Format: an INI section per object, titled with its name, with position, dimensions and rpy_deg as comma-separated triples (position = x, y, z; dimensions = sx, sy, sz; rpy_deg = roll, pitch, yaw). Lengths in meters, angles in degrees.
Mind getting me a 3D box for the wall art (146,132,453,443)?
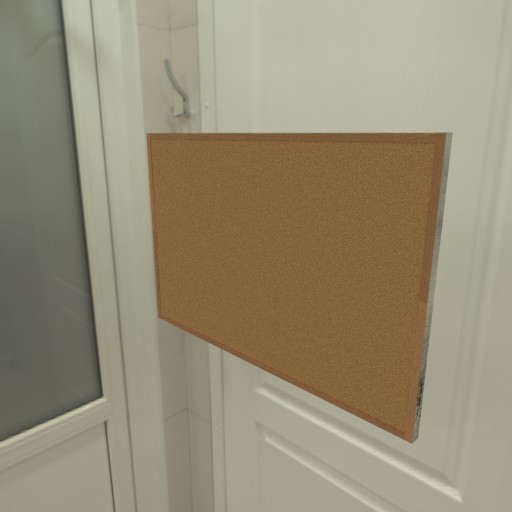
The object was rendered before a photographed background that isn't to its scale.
[wall art]
position = 0.000, 0.000, 1.416
dimensions = 1.141, 0.758, 0.035
rpy_deg = 15, 21, 43
